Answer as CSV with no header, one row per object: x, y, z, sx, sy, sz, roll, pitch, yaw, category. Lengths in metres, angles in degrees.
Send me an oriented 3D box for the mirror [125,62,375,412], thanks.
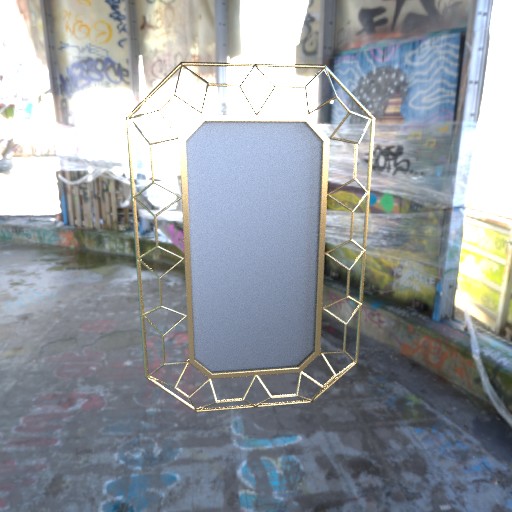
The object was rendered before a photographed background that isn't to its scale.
0.000,0.000,1.074,0.572,0.870,0.051,-2,16,-8,mirror
